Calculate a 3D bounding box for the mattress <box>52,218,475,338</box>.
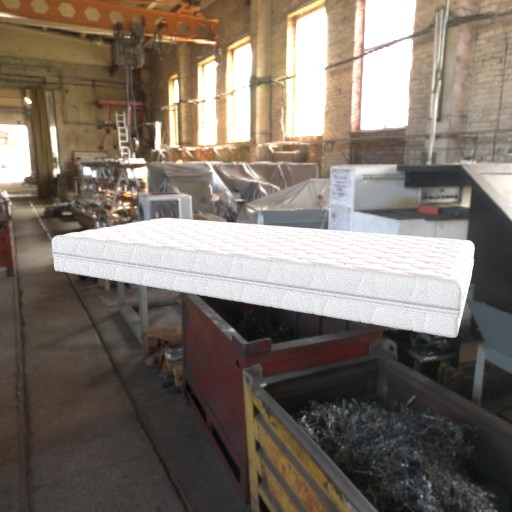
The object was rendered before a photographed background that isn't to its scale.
[{"bbox_3d":[0.000,0.000,2.296,2.000,0.200,0.900,6,14,27],"label":"mattress"}]
